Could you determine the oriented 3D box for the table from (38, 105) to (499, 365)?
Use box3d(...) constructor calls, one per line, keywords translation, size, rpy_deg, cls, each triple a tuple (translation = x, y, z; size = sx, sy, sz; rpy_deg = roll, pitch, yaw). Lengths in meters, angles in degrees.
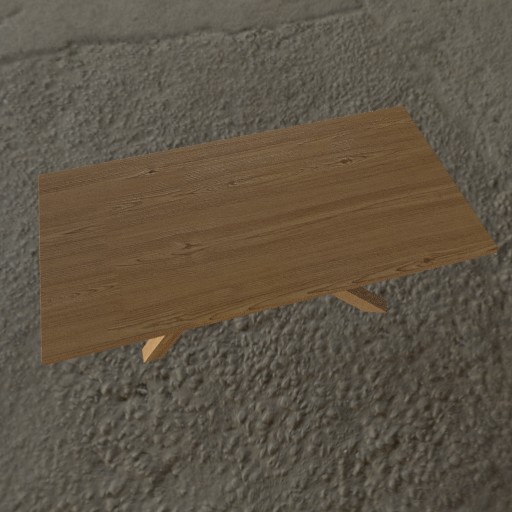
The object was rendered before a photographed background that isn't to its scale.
box3d(translation=(0.000, 0.000, 2.218), size=(1.797, 0.750, 0.901), rpy_deg=(-13, 59, -8), cls="table")
